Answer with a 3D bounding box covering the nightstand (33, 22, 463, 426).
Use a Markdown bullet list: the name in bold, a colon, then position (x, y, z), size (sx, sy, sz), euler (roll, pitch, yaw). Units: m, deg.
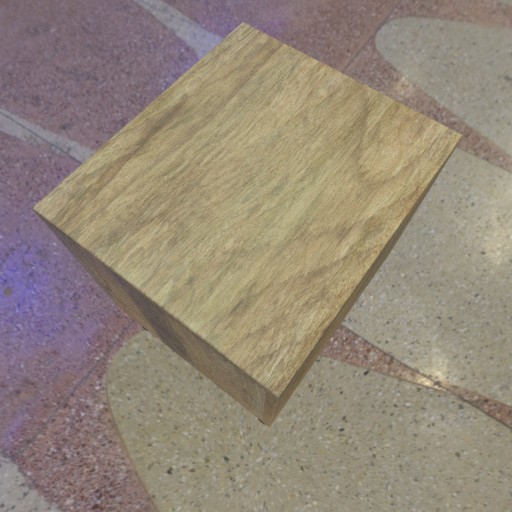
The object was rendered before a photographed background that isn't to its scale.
- **nightstand**: position (0.000, 0.000, 0.865), size (0.406, 0.559, 0.457), euler (34, 69, 15)
